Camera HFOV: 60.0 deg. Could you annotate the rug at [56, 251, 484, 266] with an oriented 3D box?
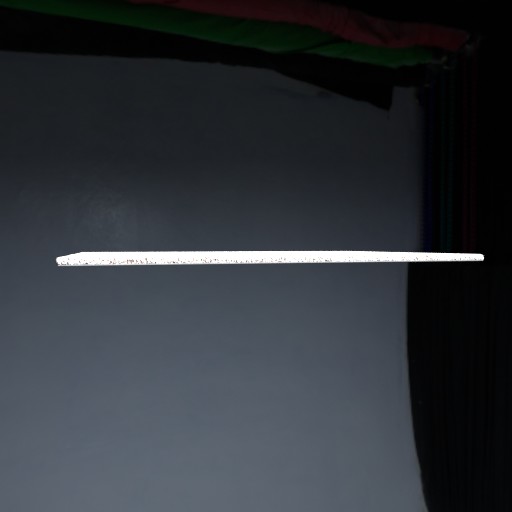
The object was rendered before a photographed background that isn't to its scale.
[{"bbox_3d":[0.000,0.000,2.303,1.778,0.030,1.219,0,1,-18],"label":"rug"}]
